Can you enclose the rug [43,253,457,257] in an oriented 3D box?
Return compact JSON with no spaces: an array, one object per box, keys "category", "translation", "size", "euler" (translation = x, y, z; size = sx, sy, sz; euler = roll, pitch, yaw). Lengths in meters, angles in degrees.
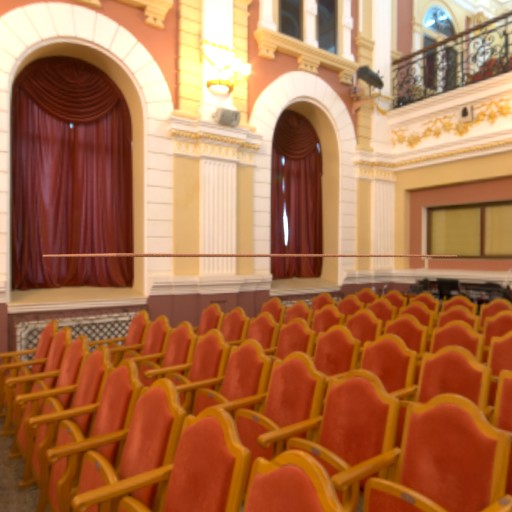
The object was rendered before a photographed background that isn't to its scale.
[{"category":"rug","translation":[0.000,0.000,3.062],"size":[2.438,0.014,1.523],"euler":[0,0,-36]}]
